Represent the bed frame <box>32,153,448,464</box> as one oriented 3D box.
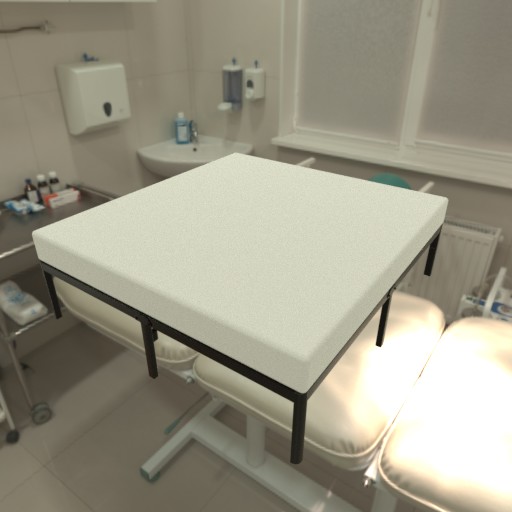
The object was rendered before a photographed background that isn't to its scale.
[{"bbox_3d":[0.000,0.000,3.117,1.963,0.659,2.079,19,35,30],"label":"bed frame"}]
